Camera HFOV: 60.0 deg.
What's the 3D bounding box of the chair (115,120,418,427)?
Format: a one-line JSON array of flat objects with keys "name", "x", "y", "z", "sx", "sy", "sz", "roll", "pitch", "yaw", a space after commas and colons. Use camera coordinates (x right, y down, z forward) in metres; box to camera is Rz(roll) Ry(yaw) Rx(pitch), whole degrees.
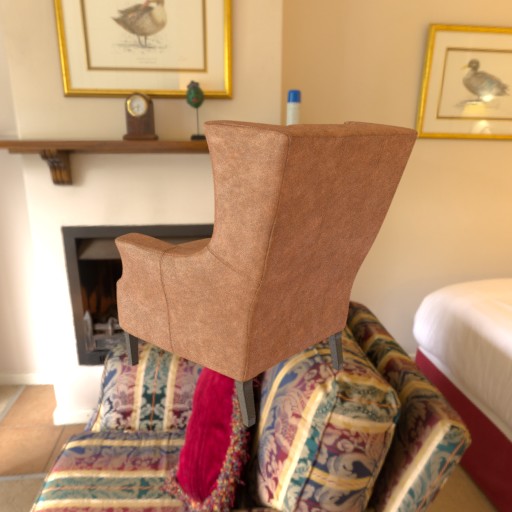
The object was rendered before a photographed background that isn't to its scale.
[{"name": "chair", "x": 0.000, "y": 0.000, "z": 1.745, "sx": 0.853, "sy": 1.016, "sz": 0.926, "roll": -15, "pitch": 22, "yaw": -42}]
